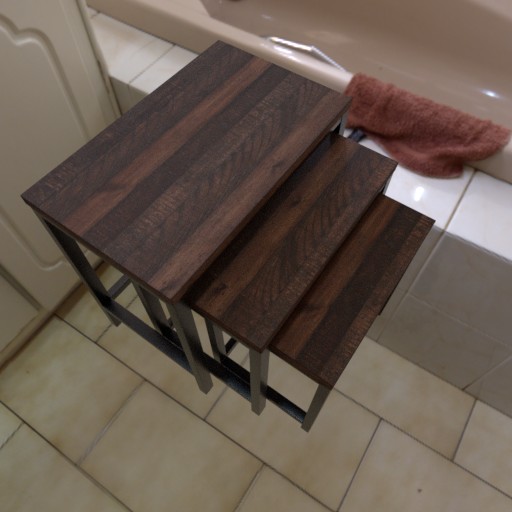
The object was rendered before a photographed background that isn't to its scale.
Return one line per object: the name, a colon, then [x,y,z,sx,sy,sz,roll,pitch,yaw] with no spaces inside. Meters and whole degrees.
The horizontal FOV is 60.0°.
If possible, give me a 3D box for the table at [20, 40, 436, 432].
table: [0.000,0.000,1.126,0.660,0.616,0.608,31,63,18]
